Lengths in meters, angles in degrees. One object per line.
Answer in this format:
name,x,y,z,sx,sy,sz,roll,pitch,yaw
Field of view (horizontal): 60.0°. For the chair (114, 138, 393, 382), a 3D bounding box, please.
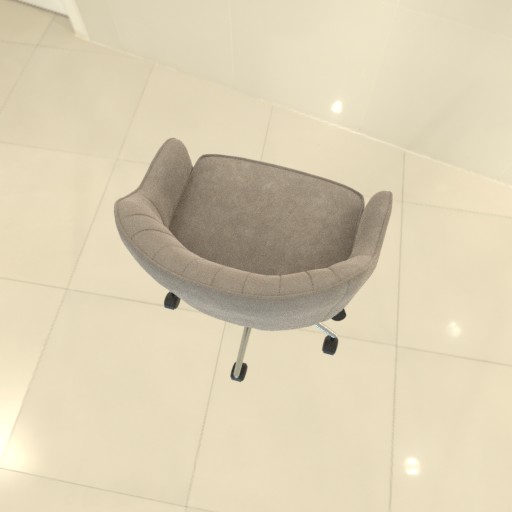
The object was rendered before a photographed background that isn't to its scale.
chair,0.000,0.000,1.260,0.635,0.831,0.573,15,65,7
